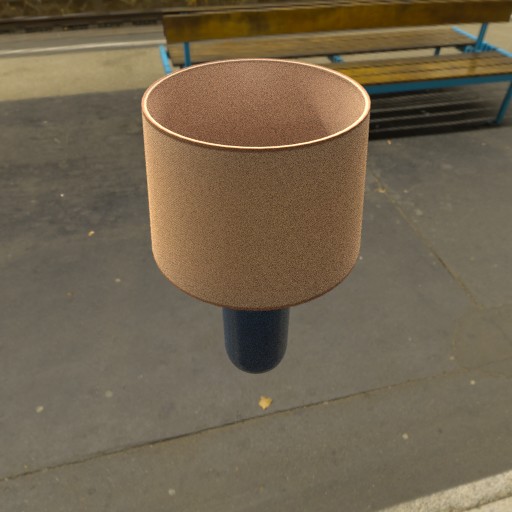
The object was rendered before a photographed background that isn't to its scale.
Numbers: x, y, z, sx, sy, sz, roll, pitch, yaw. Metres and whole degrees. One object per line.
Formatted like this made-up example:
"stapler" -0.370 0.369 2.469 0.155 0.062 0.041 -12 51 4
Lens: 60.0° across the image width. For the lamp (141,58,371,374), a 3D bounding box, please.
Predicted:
"lamp" 0.000 0.000 0.830 0.367 0.609 0.367 0 41 0
